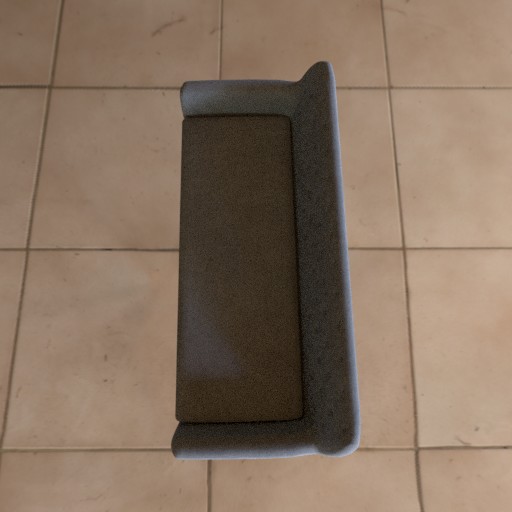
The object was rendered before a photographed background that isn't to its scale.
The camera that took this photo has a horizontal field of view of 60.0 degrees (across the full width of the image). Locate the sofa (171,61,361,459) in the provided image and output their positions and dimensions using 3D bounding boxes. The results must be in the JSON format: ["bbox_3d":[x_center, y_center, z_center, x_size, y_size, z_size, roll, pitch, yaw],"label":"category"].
[{"bbox_3d":[0.000,0.000,2.390,0.830,0.830,1.970,-1,76,0],"label":"sofa"}]
